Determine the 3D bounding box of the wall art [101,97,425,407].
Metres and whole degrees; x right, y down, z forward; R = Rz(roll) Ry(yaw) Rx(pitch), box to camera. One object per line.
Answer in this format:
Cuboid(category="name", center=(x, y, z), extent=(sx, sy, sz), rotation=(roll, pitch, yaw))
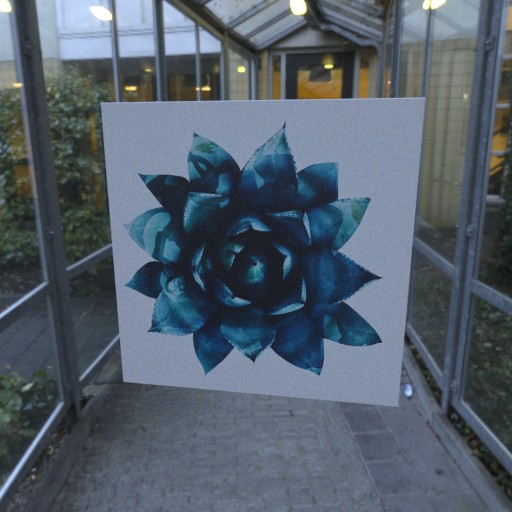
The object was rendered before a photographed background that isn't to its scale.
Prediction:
Cuboid(category="wall art", center=(0.000, 0.000, 0.616), extent=(0.406, 0.406, 0.038), rotation=(2, 14, 9))
